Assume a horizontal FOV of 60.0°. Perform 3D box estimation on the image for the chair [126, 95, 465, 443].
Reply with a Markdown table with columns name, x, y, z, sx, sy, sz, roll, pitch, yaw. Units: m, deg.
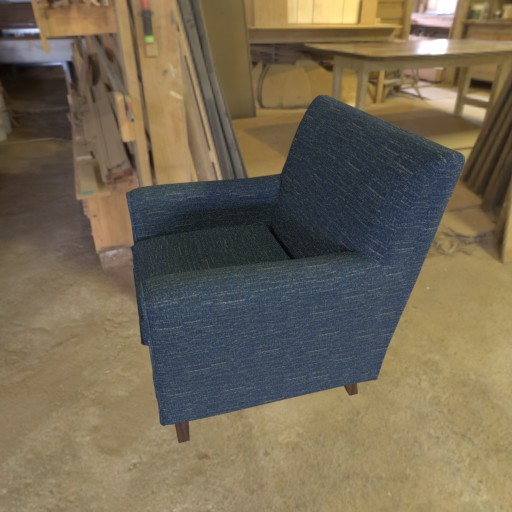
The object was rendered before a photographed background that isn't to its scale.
| name | x | y | z | sx | sy | sz | roll | pitch | yaw |
| --- | --- | --- | --- | --- | --- | --- | --- | --- | --- |
| chair | 0.000 | 0.000 | 1.601 | 0.873 | 0.928 | 0.864 | -9 | 31 | -14 |
